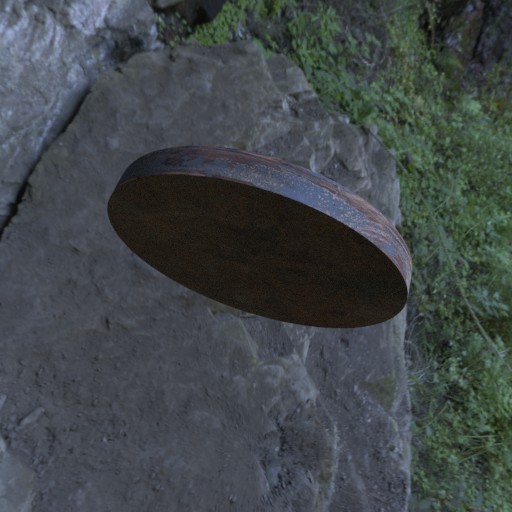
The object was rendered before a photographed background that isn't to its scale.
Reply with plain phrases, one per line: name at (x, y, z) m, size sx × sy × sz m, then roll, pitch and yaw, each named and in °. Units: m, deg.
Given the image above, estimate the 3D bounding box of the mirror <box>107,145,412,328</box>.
mirror at (0.000, 0.000, 0.878) m, size 0.585 × 0.585 × 0.061 m, roll 16°, pitch 66°, yaw 7°
